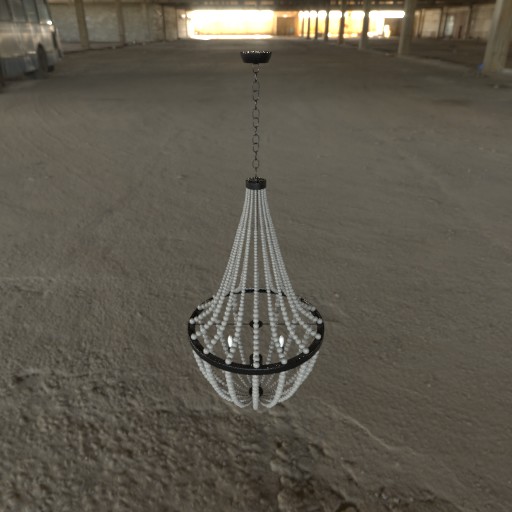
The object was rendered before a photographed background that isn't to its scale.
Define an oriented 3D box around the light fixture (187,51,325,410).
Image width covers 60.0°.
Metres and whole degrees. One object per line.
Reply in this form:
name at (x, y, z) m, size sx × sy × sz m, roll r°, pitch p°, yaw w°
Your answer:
light fixture at (0.000, 0.000, 1.354) m, size 0.450 × 1.133 × 0.450 m, roll 0°, pitch 27°, yaw 0°
